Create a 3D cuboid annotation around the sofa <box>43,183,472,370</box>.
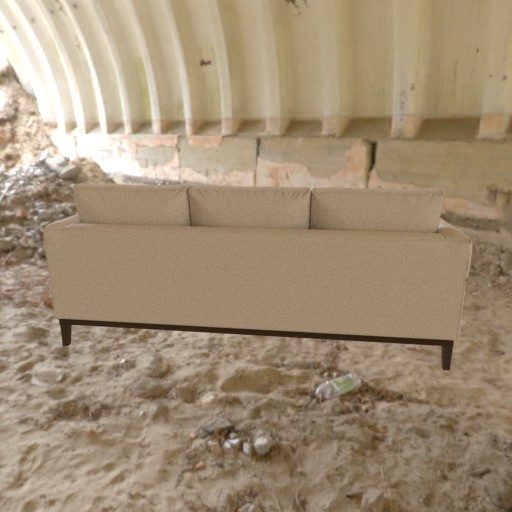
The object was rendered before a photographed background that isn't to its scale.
[{"bbox_3d":[0.000,0.000,2.693,2.198,0.911,0.902,2,16,7],"label":"sofa"}]
